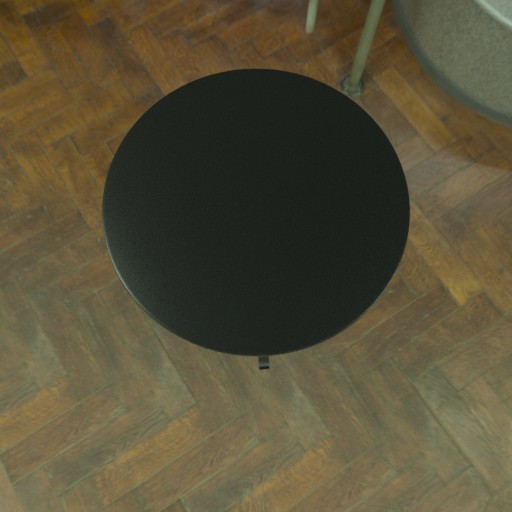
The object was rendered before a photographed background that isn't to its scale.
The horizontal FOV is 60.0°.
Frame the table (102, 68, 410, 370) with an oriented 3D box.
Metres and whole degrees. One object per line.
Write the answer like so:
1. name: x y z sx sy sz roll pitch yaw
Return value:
1. table: 0.000 0.000 1.006 0.481 0.665 0.481 0 74 0
